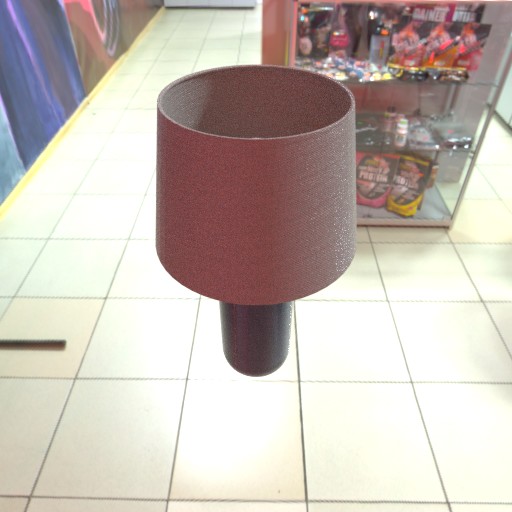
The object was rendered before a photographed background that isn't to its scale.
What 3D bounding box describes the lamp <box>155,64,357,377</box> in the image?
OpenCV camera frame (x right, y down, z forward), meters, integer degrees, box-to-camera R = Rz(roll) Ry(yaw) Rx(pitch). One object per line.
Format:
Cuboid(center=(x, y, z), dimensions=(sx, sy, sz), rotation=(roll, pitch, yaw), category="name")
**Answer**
Cuboid(center=(0.000, 0.000, 0.590), dimensions=(0.253, 0.428, 0.253), rotation=(0, 40, 0), category="lamp")
